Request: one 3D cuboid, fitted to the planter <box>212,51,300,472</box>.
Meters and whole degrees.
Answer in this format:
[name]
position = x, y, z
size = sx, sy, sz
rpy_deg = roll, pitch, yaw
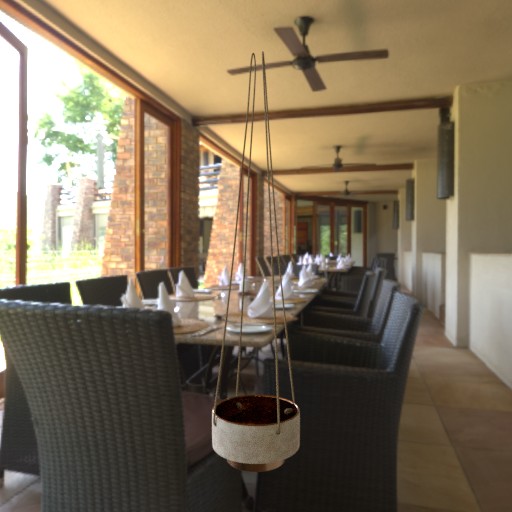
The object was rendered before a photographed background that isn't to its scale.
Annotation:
[planter]
position = 0.000, 0.000, 1.127
size = 0.223, 1.030, 0.223
rpy_deg = 0, 1, 17
